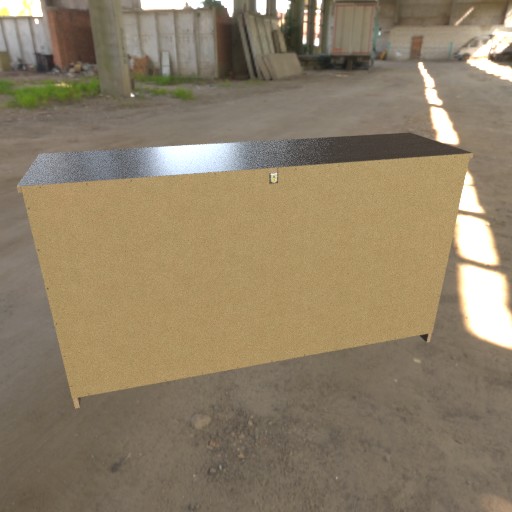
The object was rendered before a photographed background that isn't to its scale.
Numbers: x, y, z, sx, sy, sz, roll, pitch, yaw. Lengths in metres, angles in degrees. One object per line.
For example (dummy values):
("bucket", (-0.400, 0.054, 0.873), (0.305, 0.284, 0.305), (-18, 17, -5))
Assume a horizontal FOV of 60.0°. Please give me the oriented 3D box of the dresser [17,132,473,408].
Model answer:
("dresser", (0.000, 0.000, 1.617), (1.360, 0.755, 0.401), (-7, 27, -14))
